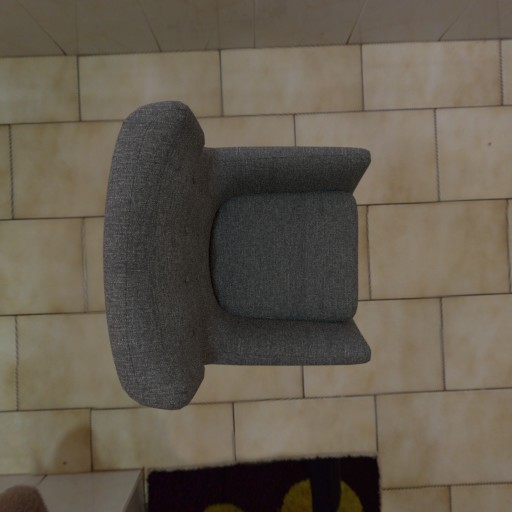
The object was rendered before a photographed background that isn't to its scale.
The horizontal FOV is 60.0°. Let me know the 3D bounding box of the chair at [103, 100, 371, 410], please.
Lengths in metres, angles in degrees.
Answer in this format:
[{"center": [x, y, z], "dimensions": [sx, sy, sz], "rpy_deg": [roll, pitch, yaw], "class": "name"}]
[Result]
[{"center": [0.000, 0.000, 1.744], "dimensions": [0.904, 1.063, 0.878], "rpy_deg": [0, 90, -1], "class": "chair"}]
